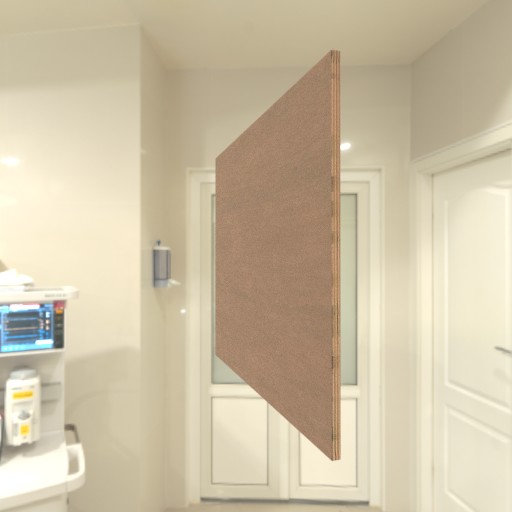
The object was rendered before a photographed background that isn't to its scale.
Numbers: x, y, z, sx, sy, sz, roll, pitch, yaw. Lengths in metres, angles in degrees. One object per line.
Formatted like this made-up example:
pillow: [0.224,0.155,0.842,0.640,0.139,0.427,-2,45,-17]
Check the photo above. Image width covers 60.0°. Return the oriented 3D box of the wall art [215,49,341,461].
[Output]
wall art: [0.000,0.000,0.682,0.010,0.408,0.508,0,0,-18]
